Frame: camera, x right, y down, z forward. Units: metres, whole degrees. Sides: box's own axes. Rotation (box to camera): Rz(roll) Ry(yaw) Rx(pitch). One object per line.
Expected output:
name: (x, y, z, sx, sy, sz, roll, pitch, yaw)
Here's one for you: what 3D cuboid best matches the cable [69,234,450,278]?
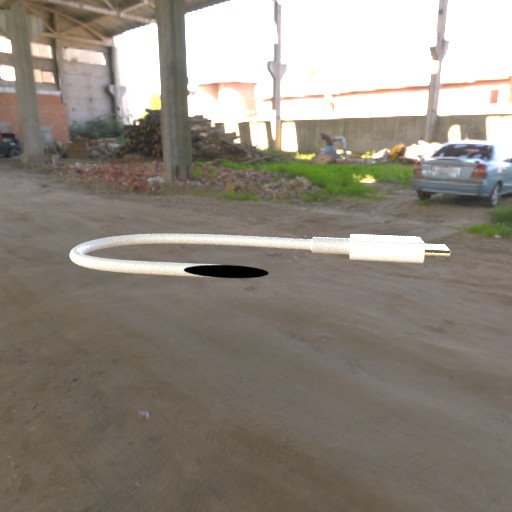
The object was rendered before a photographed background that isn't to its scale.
cable: (0.000, 0.000, 0.113, 0.098, 0.006, 0.040, 3, 15, 11)
